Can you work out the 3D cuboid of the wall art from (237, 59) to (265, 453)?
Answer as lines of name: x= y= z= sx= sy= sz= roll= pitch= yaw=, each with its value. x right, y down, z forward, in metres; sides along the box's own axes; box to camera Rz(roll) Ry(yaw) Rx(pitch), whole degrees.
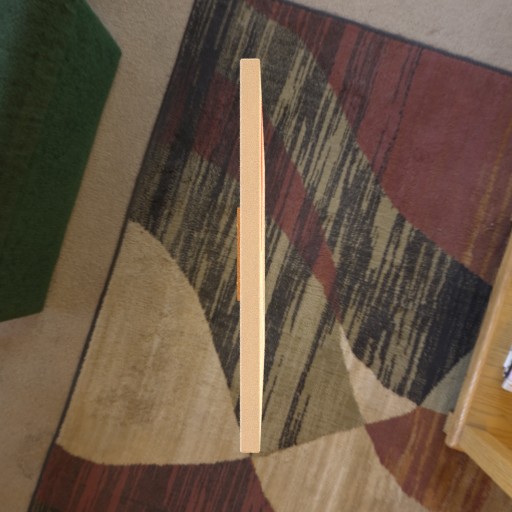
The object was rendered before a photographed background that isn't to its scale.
wall art: x=0.000 y=0.000 z=1.111 sx=0.036 sy=0.848 sz=0.613 roll=0 pitch=90 yaw=2
